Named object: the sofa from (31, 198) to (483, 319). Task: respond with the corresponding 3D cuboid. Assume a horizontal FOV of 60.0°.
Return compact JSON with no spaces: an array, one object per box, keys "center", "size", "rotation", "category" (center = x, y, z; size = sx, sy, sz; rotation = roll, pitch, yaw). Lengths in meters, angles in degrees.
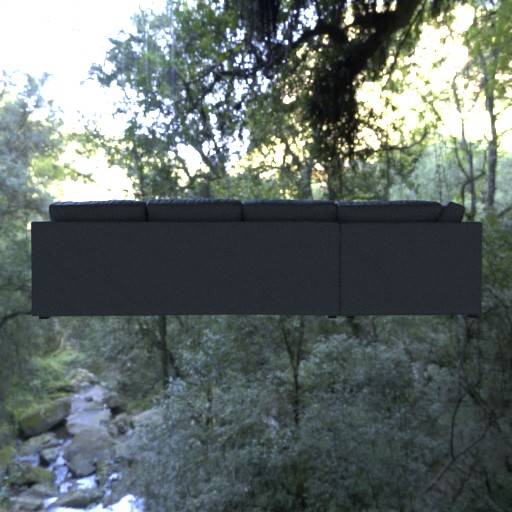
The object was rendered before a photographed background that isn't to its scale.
[{"center":[0.000,0.000,4.298],"size":[3.182,0.871,2.432],"rotation":[0,1,-1],"category":"sofa"}]
